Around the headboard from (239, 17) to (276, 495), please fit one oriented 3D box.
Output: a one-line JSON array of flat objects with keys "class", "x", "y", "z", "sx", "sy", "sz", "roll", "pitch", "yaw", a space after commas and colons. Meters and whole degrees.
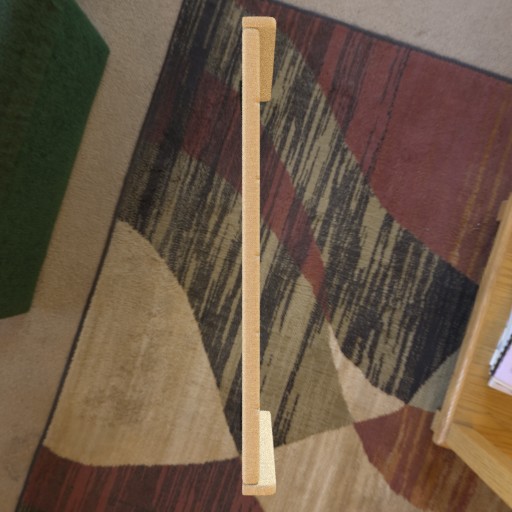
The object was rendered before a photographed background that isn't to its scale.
[{"class": "headboard", "x": 0.000, "y": 0.000, "z": 2.656, "sx": 0.184, "sy": 1.524, "sz": 2.051, "roll": 0, "pitch": 90, "yaw": 0}]
